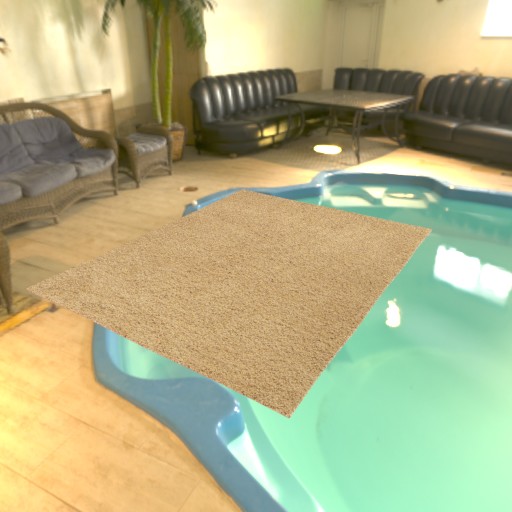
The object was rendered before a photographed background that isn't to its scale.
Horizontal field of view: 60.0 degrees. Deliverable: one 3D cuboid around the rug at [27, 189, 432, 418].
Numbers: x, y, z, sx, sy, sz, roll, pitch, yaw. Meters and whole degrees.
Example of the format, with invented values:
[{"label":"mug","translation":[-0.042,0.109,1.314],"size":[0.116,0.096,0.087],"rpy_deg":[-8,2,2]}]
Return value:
[{"label":"rug","translation":[0.000,0.000,4.064],"size":[2.400,0.025,3.000],"rpy_deg":[16,31,29]}]
